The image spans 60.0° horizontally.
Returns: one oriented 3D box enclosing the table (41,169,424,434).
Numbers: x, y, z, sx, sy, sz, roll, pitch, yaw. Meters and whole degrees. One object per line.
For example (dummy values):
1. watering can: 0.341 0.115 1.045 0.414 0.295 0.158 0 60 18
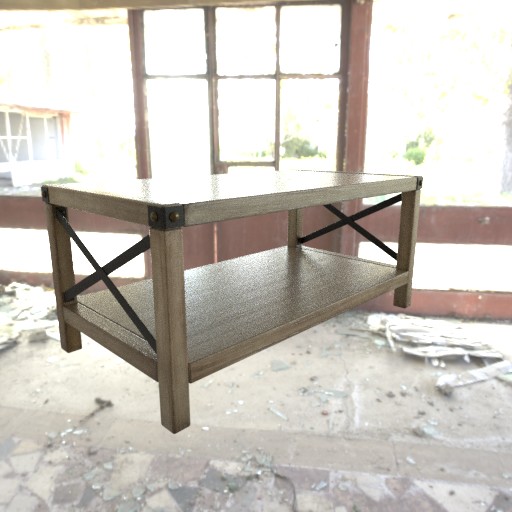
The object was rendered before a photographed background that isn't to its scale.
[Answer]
1. table: 0.000 0.000 1.337 0.559 0.456 1.016 14 20 43
